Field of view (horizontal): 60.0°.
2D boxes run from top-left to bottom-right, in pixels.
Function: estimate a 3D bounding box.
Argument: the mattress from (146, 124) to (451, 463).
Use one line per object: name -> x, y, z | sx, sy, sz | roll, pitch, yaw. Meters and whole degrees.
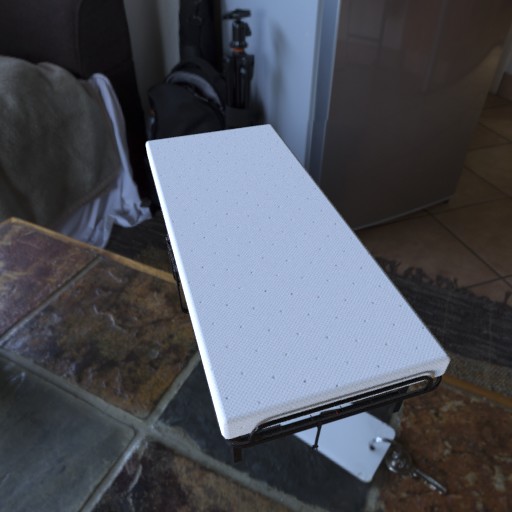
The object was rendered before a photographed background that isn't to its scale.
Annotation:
mattress -> 0.000, 0.000, 2.455 | 0.922, 0.519, 2.153 | -12, 43, -13
